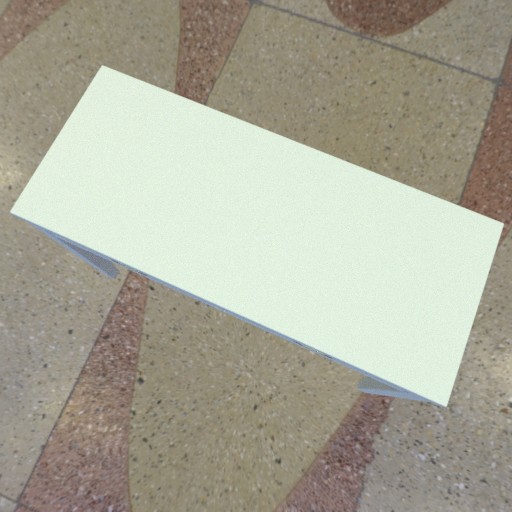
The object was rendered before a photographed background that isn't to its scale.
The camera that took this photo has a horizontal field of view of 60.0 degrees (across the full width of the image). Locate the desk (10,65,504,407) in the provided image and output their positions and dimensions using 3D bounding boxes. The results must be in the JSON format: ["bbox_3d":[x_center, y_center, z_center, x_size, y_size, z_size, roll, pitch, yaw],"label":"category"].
[{"bbox_3d":[0.000,0.000,1.553,1.220,0.775,0.508,23,76,6],"label":"desk"}]
